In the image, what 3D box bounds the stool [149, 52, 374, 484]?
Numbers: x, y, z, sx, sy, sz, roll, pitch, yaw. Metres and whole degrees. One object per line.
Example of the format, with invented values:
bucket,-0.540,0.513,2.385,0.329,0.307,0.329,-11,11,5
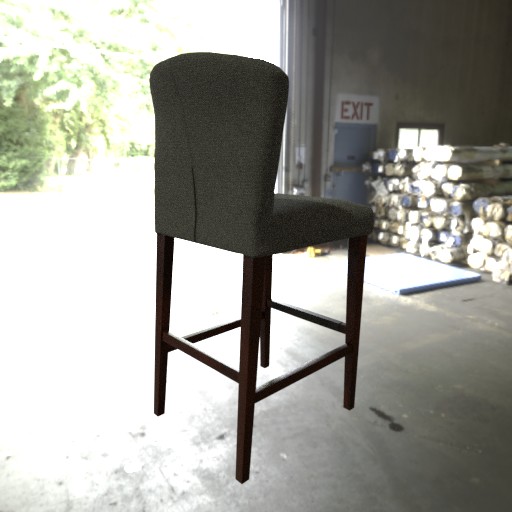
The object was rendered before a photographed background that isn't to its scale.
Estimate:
stool,0.000,0.000,1.358,0.568,1.069,0.486,-12,18,-42
